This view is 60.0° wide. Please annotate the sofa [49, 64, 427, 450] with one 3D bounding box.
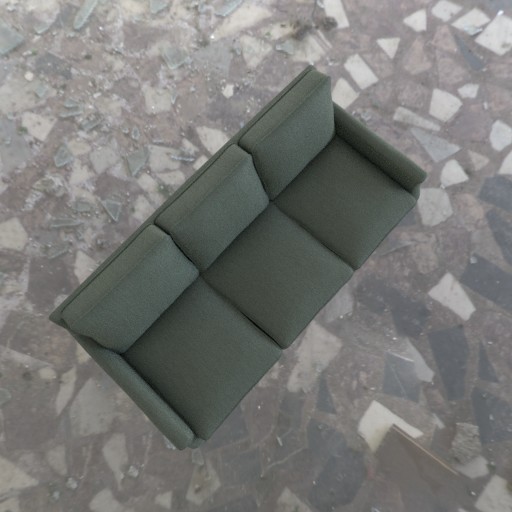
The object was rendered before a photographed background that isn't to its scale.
[{"bbox_3d":[0.000,0.000,2.822,1.084,1.003,2.246,42,79,10],"label":"sofa"}]
